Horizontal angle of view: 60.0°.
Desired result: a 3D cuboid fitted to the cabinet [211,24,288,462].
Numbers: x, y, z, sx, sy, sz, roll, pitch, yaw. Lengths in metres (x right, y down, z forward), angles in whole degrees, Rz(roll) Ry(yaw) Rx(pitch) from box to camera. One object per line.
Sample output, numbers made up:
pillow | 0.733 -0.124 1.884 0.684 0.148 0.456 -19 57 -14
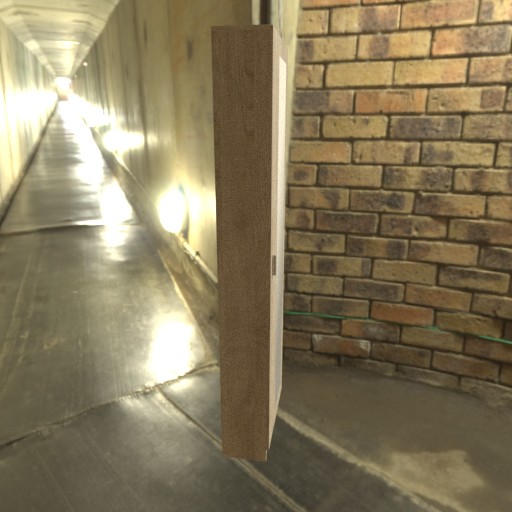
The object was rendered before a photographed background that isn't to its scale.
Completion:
cabinet | 0.000 0.000 2.004 0.230 1.790 0.500 3 17 9
